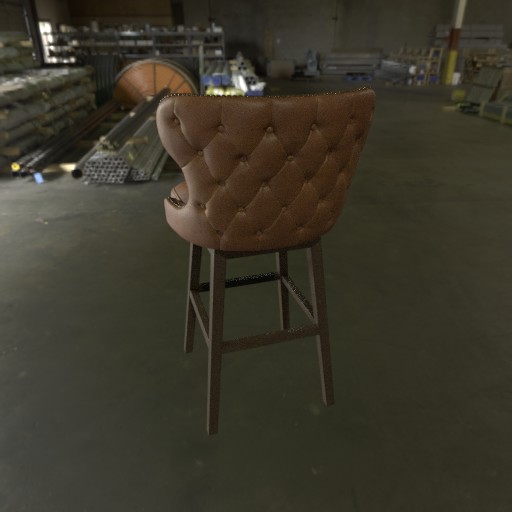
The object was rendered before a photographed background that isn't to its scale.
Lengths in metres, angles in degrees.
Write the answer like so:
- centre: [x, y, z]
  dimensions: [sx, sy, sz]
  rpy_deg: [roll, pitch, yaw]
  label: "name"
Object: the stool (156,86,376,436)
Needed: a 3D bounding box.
- centre: [0.000, 0.000, 1.481]
  dimensions: [0.591, 1.087, 0.606]
  rpy_deg: [-8, 28, -16]
  label: "stool"
